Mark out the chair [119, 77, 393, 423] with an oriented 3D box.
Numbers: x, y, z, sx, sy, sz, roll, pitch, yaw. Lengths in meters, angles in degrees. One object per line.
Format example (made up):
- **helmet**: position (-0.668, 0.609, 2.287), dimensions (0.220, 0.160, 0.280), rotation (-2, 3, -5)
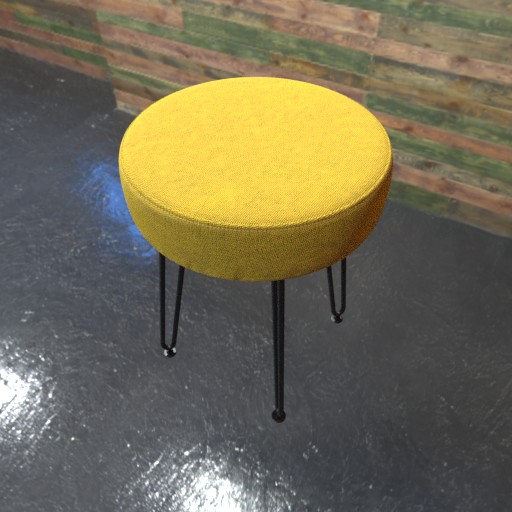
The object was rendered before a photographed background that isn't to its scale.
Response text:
- **chair**: position (0.000, 0.000, 0.710), dimensions (0.345, 0.455, 0.345), rotation (24, 51, 21)
